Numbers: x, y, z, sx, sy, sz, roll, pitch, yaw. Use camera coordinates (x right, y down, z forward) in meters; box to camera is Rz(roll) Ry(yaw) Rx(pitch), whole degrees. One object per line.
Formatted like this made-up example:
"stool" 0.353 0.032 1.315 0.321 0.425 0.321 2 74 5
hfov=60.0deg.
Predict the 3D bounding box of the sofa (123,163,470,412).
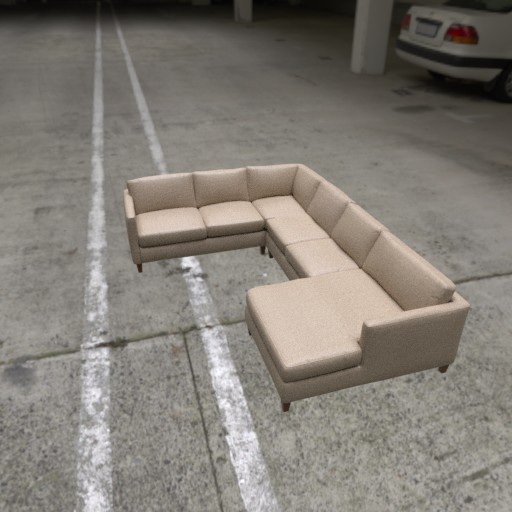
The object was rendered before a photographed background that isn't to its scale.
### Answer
"sofa" 0.000 0.000 4.742 2.594 0.961 3.460 -8 31 -15
